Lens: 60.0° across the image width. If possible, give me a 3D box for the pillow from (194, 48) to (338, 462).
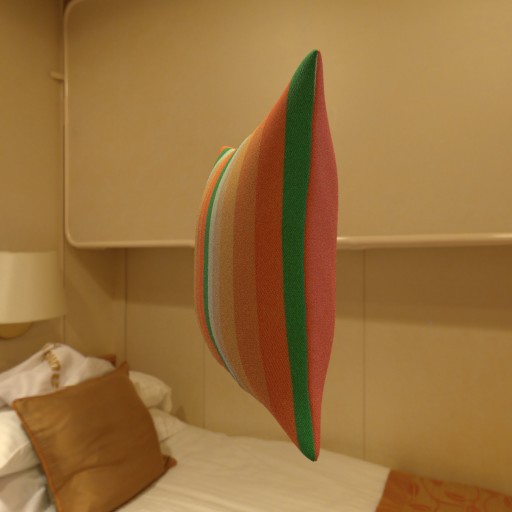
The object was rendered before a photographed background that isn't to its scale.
[{"bbox_3d":[0.000,0.000,0.688,0.169,0.444,0.453,0,0,-17],"label":"pillow"}]
